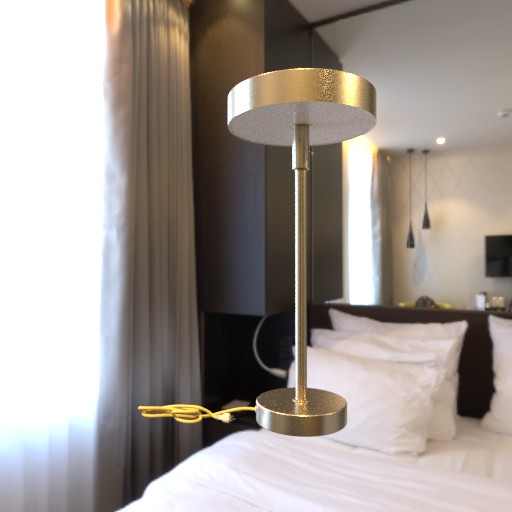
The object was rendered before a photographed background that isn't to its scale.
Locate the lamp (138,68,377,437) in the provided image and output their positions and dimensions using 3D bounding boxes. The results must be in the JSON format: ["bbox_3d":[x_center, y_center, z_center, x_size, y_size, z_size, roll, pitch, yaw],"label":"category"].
[{"bbox_3d":[0.000,0.000,0.693,0.369,0.508,0.229,0,-1,0],"label":"lamp"}]
